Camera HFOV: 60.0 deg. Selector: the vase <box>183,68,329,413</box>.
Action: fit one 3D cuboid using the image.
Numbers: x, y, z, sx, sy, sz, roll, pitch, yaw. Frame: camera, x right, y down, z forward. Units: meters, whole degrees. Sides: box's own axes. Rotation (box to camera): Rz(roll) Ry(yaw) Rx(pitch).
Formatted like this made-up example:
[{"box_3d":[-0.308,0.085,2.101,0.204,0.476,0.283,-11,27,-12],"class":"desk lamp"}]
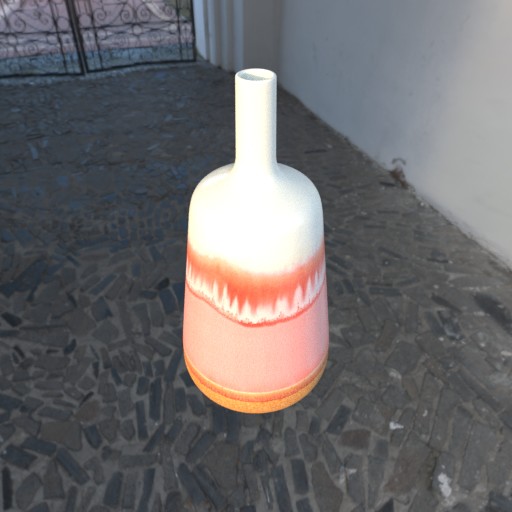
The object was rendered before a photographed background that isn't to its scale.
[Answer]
[{"box_3d":[0.000,0.000,0.374,0.144,0.296,0.144,0,40,0],"class":"vase"}]
